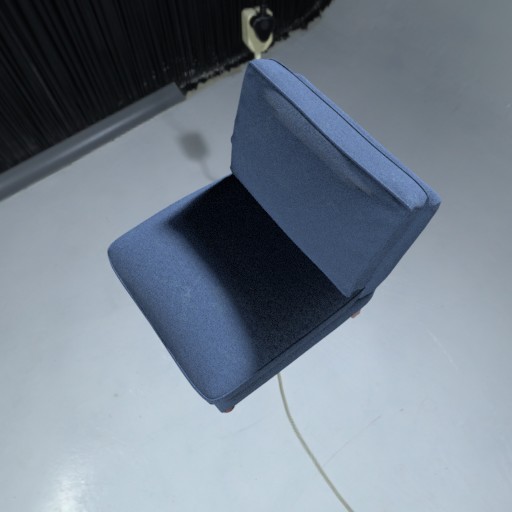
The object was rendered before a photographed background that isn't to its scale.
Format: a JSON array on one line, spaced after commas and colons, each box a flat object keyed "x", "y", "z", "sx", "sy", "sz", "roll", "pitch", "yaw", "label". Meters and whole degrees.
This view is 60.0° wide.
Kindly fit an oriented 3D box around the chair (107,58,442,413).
[{"x": 0.000, "y": 0.000, "z": 1.659, "sx": 0.912, "sy": 1.052, "sz": 0.724, "roll": -34, "pitch": 68, "yaw": -16, "label": "chair"}]
